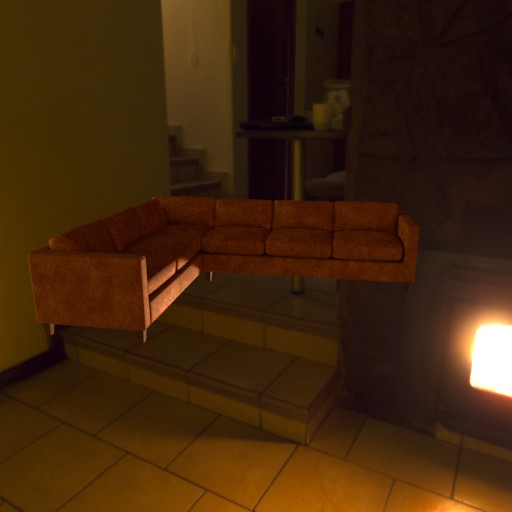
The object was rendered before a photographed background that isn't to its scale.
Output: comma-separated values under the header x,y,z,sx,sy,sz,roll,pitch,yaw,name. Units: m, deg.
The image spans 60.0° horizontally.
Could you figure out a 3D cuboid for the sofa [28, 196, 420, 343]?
x,y,z,sx,sy,sz,roll,pitch,yaw,name
0.000,0.000,4.360,3.150,0.838,2.438,3,16,9,sofa
